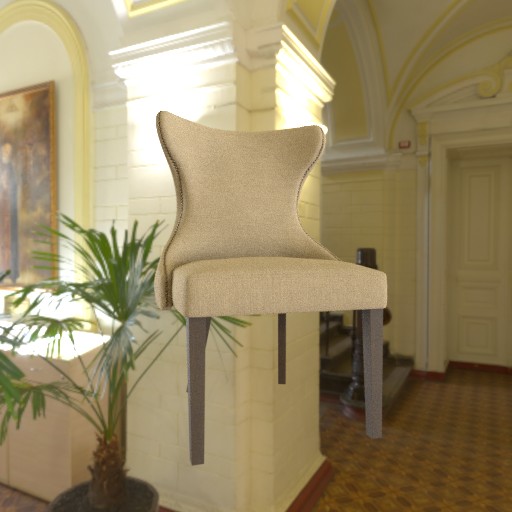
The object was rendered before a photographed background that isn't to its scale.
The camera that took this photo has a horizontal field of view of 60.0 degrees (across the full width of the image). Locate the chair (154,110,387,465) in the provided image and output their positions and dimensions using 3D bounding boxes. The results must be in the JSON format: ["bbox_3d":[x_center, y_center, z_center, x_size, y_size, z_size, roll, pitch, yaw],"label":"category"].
[{"bbox_3d":[0.000,0.000,1.395,0.628,0.967,0.635,0,1,-18],"label":"chair"}]
